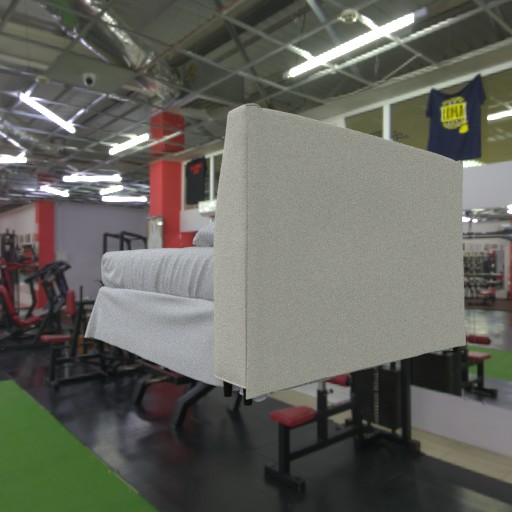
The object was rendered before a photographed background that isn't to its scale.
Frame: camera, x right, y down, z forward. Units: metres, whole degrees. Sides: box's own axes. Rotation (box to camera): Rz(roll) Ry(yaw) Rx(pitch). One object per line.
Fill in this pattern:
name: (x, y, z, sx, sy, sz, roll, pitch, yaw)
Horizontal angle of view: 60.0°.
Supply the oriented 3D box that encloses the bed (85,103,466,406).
bed: (0.000, 0.000, 3.354, 1.925, 1.332, 2.276, 0, -1, -38)
